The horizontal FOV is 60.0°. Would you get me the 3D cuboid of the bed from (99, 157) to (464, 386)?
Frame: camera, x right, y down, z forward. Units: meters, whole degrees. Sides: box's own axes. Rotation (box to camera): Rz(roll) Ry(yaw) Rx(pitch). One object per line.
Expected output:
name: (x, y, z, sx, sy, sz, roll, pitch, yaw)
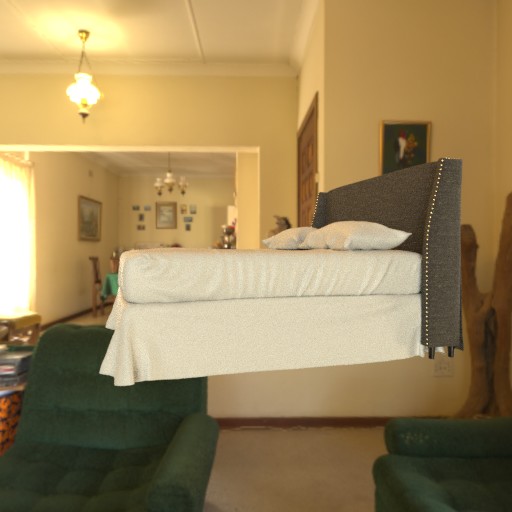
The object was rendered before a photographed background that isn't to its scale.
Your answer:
bed: (0.000, 0.000, 3.472, 2.276, 1.332, 1.925, 0, 1, -17)
